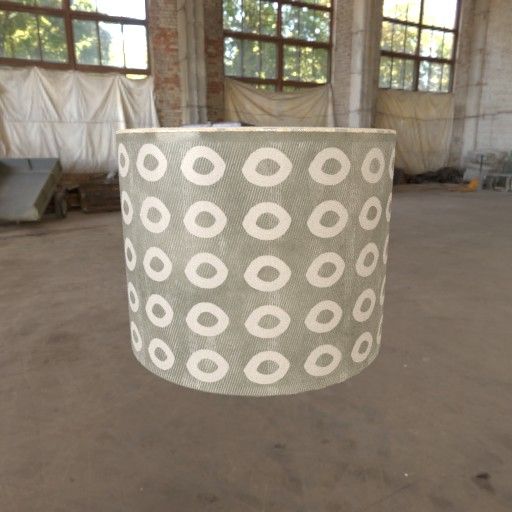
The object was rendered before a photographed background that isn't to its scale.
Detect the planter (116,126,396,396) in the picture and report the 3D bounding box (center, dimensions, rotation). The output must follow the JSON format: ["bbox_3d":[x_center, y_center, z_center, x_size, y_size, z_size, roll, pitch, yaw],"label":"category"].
[{"bbox_3d":[0.000,0.000,0.442,0.250,0.239,0.250,0,14,0],"label":"planter"}]
